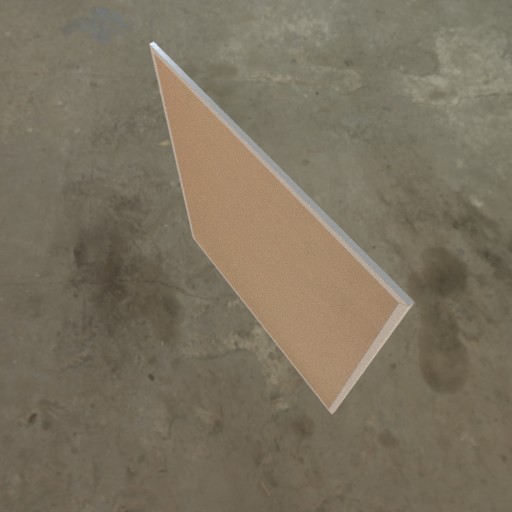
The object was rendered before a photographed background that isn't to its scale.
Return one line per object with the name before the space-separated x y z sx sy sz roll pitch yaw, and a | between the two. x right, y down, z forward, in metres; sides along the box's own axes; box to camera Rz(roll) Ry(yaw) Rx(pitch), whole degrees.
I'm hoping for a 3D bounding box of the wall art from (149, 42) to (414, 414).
wall art | 0.000 0.000 1.194 0.012 0.809 0.809 -32 64 -18
